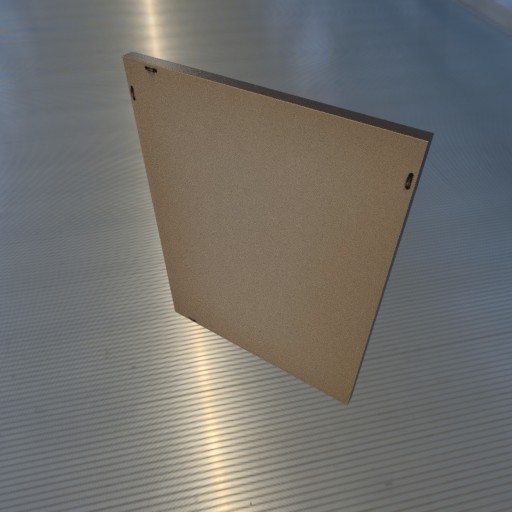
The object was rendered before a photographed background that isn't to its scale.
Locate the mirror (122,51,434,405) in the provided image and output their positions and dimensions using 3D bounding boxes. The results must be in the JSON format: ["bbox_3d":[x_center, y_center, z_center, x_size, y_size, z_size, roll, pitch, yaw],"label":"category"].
[{"bbox_3d":[0.000,0.000,1.317,0.762,1.016,0.041,24,50,22],"label":"mirror"}]
